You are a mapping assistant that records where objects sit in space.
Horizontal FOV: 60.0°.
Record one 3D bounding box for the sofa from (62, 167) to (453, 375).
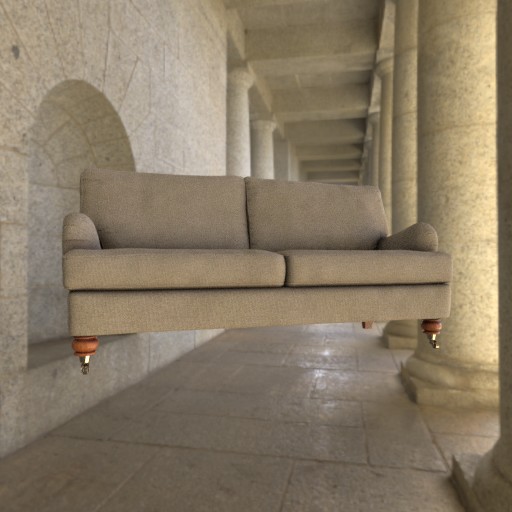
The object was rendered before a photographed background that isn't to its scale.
[{"bbox_3d":[0.000,0.000,2.778,2.193,1.096,1.069,0,0,-18],"label":"sofa"}]
